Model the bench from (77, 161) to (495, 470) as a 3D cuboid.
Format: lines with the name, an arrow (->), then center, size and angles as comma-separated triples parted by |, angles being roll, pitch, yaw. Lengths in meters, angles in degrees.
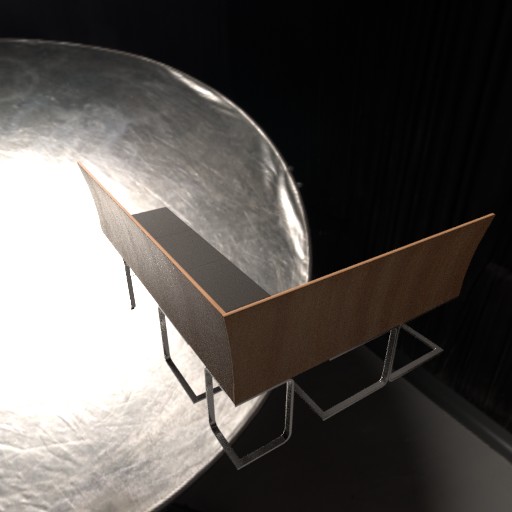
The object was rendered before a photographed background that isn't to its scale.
bench -> 0.000, 0.000, 2.724 | 1.495, 0.930, 1.945 | -18, 34, -28
